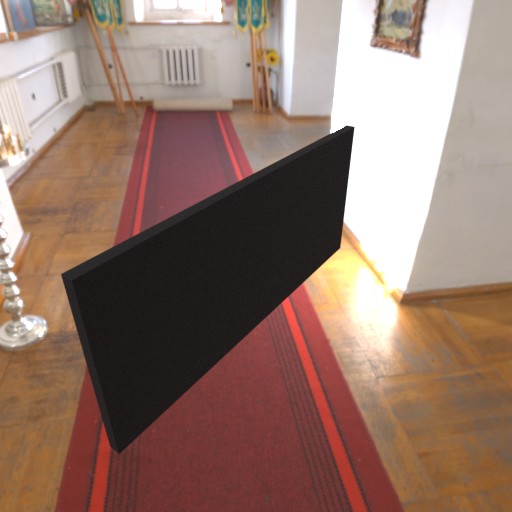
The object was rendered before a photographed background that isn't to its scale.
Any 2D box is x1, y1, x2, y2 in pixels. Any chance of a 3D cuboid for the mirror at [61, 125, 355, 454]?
[{"bbox_3d":[0.000,0.000,1.807,0.047,0.692,1.584,21,38,30],"label":"mirror"}]
